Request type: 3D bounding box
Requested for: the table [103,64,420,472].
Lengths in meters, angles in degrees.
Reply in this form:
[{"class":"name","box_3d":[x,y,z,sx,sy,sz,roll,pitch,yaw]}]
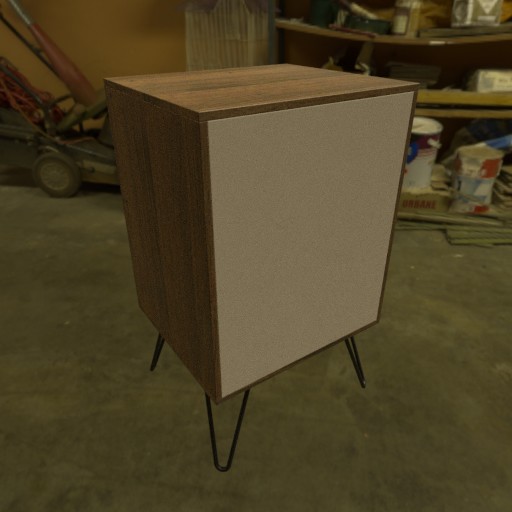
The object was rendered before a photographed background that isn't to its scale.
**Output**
[{"class":"table","box_3d":[0.000,0.000,1.167,0.526,0.866,0.457,-19,34,-30]}]
